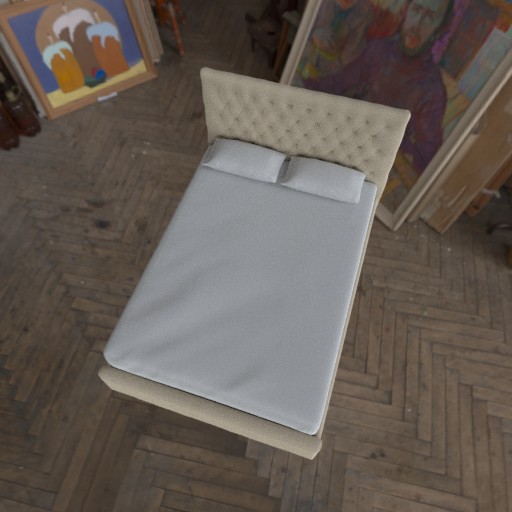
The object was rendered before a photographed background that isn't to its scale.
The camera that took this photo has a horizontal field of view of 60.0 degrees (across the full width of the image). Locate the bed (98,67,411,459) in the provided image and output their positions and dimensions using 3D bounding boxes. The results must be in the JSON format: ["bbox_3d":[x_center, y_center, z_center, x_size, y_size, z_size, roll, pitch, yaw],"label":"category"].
[{"bbox_3d":[0.000,0.000,3.470,1.698,1.427,2.387,16,60,9],"label":"bed"}]
